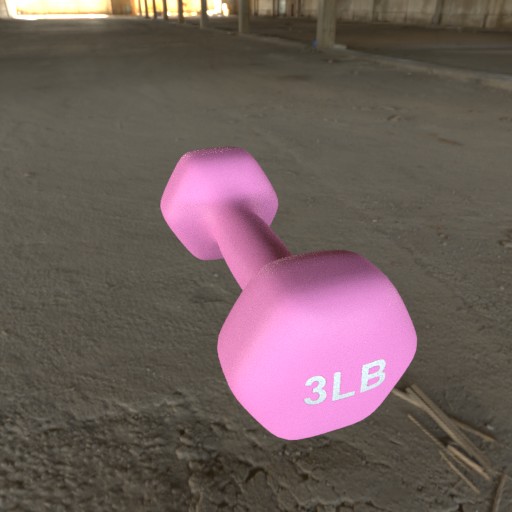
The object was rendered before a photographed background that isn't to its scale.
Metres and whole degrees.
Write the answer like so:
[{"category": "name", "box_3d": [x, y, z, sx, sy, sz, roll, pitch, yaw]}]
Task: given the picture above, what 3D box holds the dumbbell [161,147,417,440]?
[{"category": "dumbbell", "box_3d": [0.000, 0.000, 0.191, 0.064, 0.058, 0.159, -9, 31, -16]}]
